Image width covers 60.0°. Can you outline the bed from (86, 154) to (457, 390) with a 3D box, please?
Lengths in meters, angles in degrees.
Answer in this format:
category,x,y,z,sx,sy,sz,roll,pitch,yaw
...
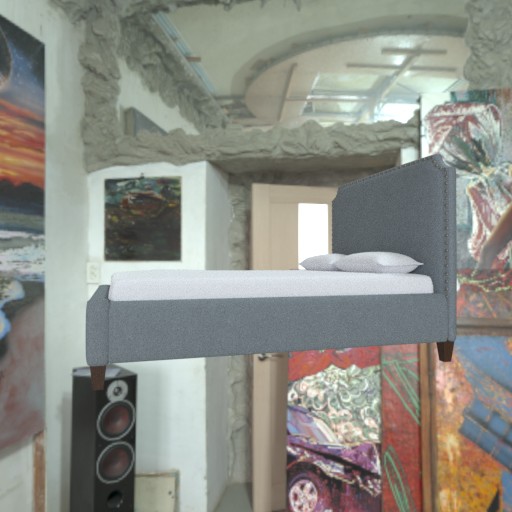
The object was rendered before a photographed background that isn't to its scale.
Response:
category,x,y,z,sx,sy,sz,roll,pitch,yaw
bed,0.000,0.000,3.445,2.372,1.443,1.712,0,-1,-18
